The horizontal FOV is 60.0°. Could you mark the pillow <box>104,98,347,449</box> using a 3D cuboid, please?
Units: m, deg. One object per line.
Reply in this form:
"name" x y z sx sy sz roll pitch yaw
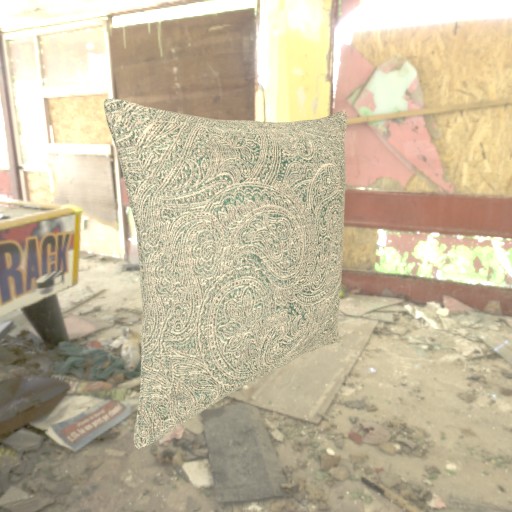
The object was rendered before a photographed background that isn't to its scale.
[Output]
"pillow" 0.000 0.000 0.788 0.526 0.507 0.166 -15 21 -43
